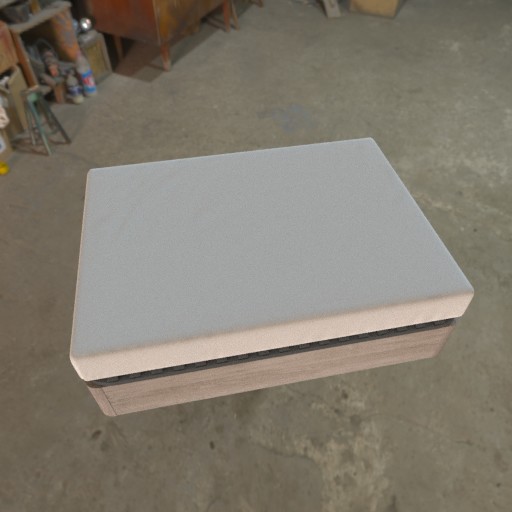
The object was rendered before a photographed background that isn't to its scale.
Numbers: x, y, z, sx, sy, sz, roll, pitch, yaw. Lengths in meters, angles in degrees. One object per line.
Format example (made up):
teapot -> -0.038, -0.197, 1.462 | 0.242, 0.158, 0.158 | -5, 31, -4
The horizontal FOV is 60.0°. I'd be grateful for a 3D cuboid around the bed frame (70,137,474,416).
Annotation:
bed frame -> 0.000, 0.000, 2.638 | 1.900, 0.561, 1.400 | -8, 48, -7
